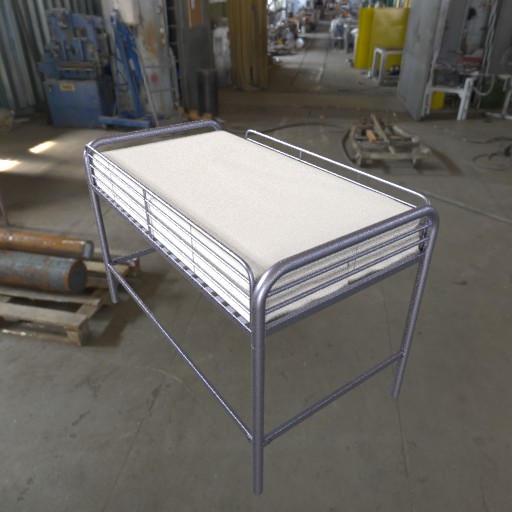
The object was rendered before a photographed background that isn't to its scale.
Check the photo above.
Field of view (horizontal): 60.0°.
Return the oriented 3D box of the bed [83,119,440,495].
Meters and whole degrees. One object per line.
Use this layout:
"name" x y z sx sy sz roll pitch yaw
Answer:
"bed" 0.000 0.000 2.860 1.415 1.288 1.965 -20 36 -30
